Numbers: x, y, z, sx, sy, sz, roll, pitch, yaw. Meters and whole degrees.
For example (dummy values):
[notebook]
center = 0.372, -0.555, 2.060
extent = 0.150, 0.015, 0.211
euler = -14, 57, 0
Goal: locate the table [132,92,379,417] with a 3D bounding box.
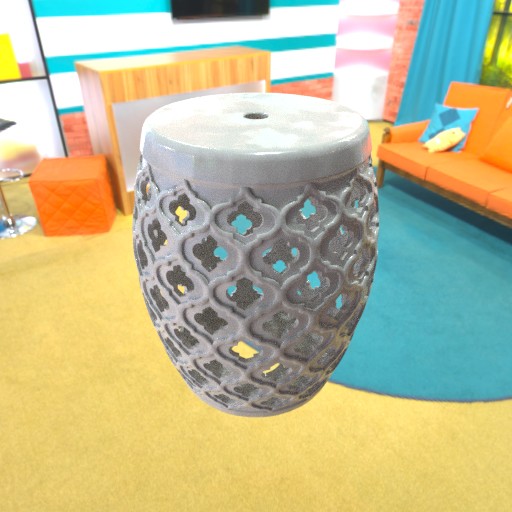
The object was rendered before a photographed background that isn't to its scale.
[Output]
[table]
center = 0.000, 0.000, 0.621
extent = 0.325, 0.388, 0.325
euler = 0, 32, 0
